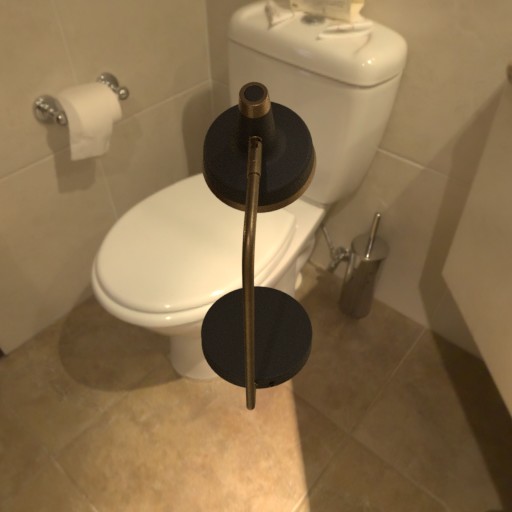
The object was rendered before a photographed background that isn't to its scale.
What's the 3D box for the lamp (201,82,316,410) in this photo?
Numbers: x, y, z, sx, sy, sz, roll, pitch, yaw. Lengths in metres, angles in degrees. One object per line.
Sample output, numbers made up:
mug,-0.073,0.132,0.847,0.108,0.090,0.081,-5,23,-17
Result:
lamp,0.000,0.000,0.500,0.162,0.385,0.218,3,47,3
